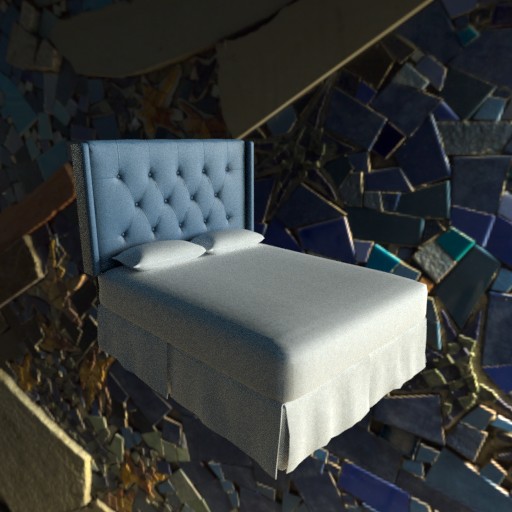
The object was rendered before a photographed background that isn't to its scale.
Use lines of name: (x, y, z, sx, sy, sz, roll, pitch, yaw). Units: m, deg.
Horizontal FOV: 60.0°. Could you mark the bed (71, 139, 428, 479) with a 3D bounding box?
bed: (0.000, 0.000, 3.290, 2.078, 1.665, 1.719, 15, 21, 43)
